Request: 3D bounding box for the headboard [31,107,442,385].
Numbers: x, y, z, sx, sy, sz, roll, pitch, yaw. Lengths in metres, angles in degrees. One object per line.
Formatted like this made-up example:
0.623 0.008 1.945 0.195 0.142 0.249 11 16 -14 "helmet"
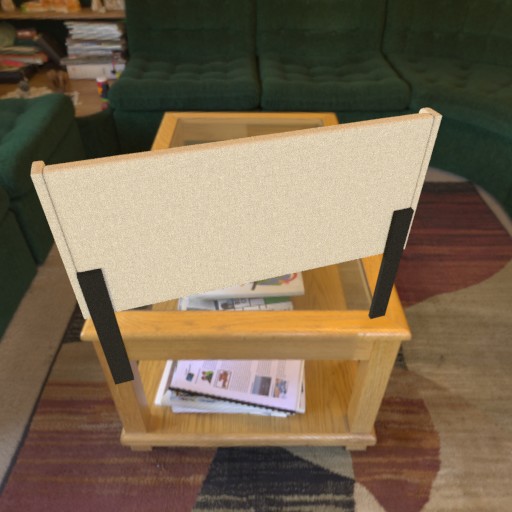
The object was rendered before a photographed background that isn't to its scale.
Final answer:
0.000 0.000 2.654 2.051 1.524 0.184 -12 42 -13 "headboard"
